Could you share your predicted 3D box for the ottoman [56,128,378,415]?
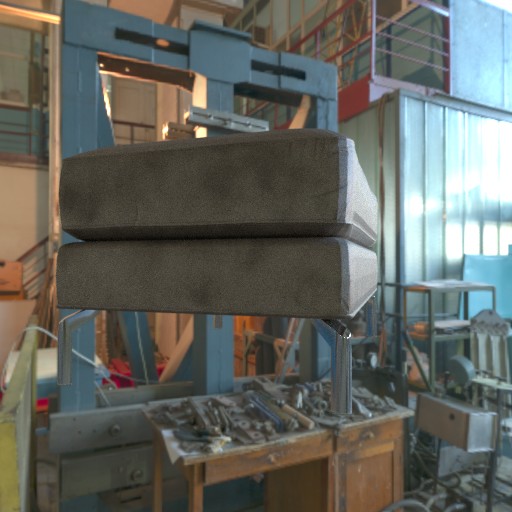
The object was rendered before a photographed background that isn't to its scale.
[{"bbox_3d":[0.000,0.000,1.030,0.520,0.456,0.719,0,-1,18],"label":"ottoman"}]
